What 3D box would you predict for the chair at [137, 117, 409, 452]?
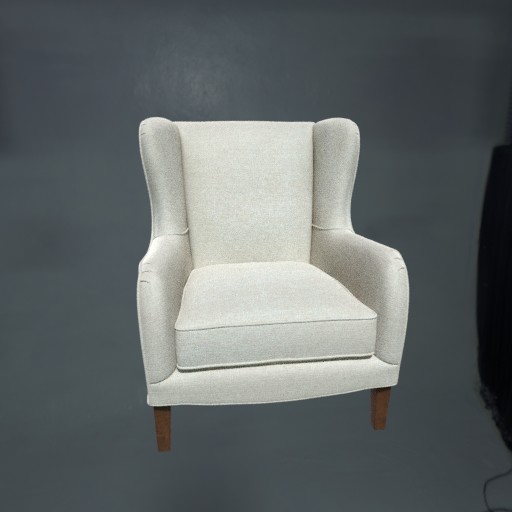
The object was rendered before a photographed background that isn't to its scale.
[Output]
[{"bbox_3d":[0.000,0.000,1.732,0.838,1.040,0.966,-2,16,-8],"label":"chair"}]
